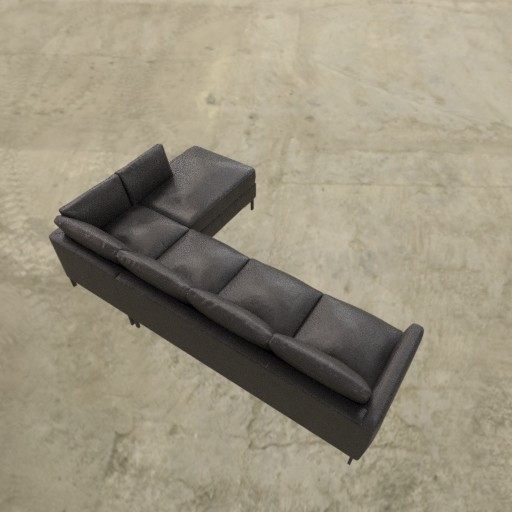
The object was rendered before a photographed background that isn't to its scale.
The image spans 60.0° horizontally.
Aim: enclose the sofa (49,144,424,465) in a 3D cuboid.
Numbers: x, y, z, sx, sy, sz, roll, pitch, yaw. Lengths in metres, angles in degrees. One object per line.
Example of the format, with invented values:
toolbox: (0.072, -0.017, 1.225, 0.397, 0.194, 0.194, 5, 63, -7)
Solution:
sofa: (0.000, 0.000, 3.847, 2.984, 0.877, 1.938, 26, 52, 23)
